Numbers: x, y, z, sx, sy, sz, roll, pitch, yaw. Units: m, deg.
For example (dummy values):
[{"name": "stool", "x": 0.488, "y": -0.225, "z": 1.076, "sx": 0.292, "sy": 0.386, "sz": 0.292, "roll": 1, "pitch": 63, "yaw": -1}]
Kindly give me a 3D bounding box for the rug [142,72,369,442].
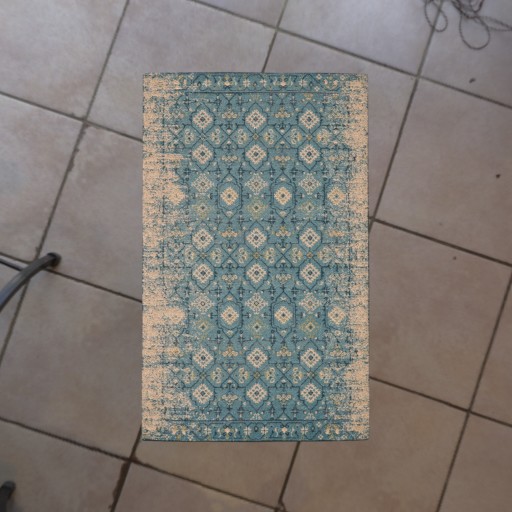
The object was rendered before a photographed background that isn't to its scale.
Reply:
[{"name": "rug", "x": 0.000, "y": 0.000, "z": 2.153, "sx": 1.102, "sy": 0.008, "sz": 1.795, "roll": 0, "pitch": 89, "yaw": -1}]
